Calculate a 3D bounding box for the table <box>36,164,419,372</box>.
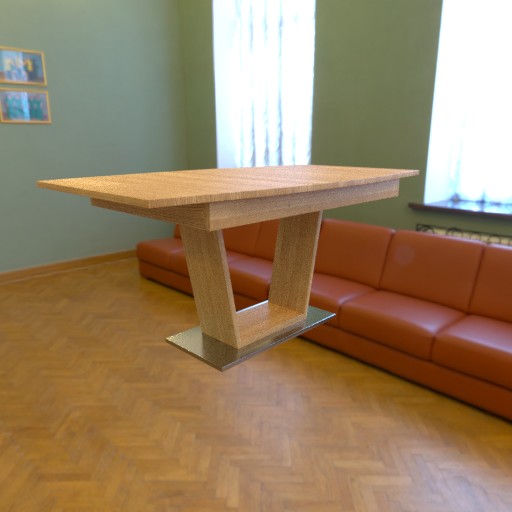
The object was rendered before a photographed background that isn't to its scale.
[{"bbox_3d":[0.000,0.000,2.069,0.900,0.748,1.598,14,20,42],"label":"table"}]
